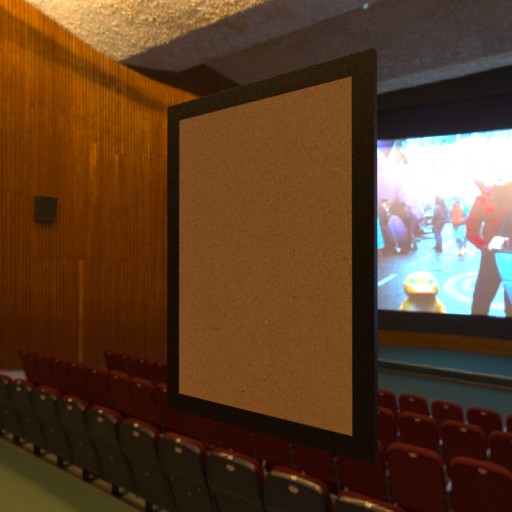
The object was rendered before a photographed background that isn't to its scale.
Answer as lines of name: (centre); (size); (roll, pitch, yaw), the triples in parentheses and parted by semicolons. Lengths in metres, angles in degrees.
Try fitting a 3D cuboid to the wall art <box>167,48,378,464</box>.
wall art: (0.000, 0.000, 0.683); (0.381, 0.534, 0.013); (0, -1, 36)
